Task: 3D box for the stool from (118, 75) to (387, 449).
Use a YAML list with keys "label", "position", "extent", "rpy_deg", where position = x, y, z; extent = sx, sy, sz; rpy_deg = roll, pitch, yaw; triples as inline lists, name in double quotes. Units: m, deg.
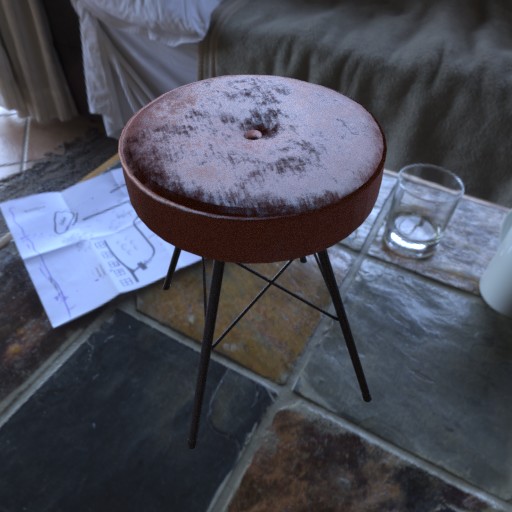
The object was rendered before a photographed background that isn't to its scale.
- label: "stool"
  position: [0.000, 0.000, 0.891]
  extent: [0.421, 0.593, 0.457]
  rpy_deg: [-11, 47, -10]
